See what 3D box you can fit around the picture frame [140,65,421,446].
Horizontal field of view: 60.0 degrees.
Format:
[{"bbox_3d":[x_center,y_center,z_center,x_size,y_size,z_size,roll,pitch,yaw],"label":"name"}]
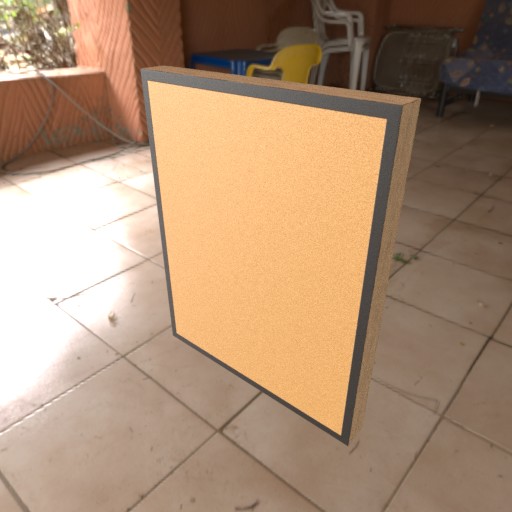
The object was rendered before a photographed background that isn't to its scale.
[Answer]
[{"bbox_3d":[0.000,0.000,0.707,0.421,0.526,0.046,23,37,34],"label":"picture frame"}]
